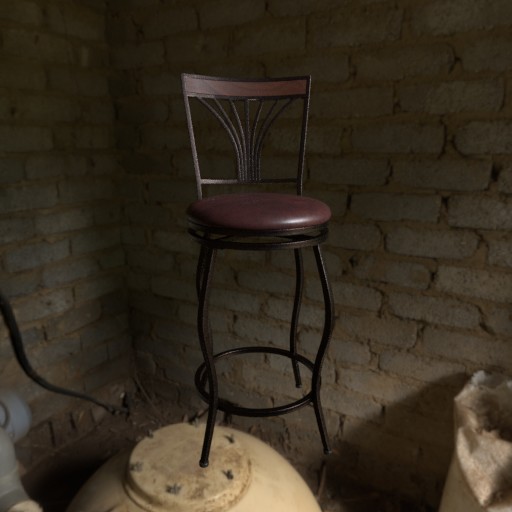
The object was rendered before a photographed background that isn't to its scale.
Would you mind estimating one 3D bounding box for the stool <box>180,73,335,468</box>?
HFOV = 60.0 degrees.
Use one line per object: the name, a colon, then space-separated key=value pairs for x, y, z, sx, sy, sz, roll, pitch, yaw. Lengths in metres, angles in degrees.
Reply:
stool: x=0.000 y=0.000 z=1.387 sx=0.433 sy=1.117 sz=0.514 roll=-2 pitch=15 yaw=-8
